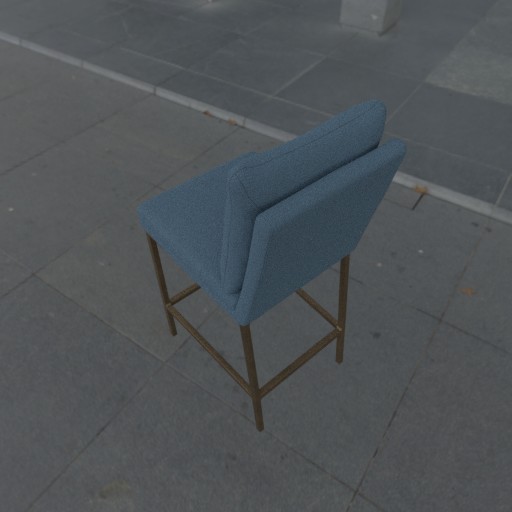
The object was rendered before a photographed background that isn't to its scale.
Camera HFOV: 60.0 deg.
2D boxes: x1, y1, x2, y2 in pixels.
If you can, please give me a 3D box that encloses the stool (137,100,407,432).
[{"bbox_3d":[0.000,0.000,1.366,0.463,1.032,0.568,-32,54,-27],"label":"stool"}]
